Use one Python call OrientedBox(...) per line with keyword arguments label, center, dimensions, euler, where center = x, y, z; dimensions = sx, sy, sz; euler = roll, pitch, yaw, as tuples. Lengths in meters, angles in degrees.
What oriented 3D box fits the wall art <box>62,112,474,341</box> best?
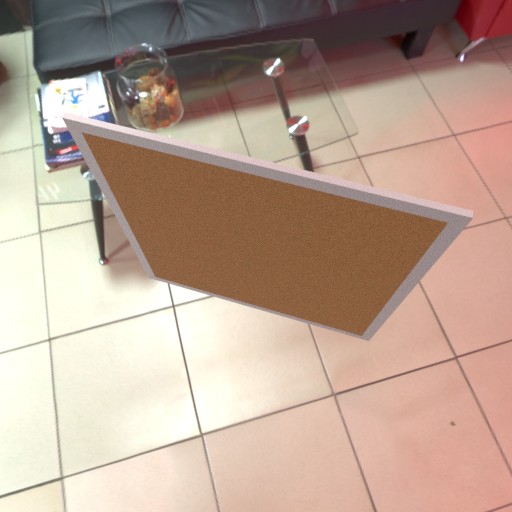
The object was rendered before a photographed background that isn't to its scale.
OrientedBox(label="wall art", center=(0.000, 0.000, 0.679), dimensions=(0.456, 0.457, 0.009), euler=(15, 65, 7))
